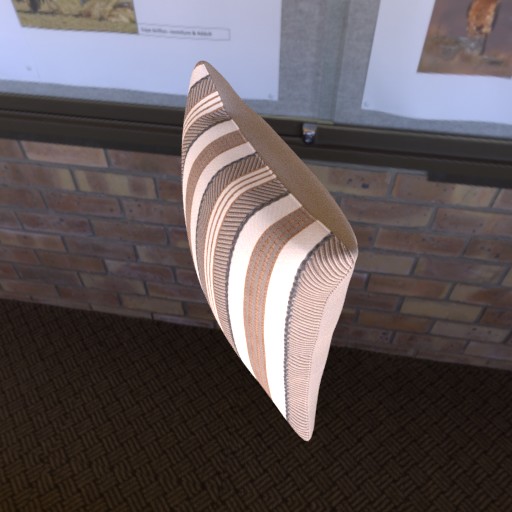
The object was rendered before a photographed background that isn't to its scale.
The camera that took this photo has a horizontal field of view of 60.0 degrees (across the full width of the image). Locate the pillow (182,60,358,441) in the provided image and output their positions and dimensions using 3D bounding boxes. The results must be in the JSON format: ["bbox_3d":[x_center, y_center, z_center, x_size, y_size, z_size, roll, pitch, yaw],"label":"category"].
[{"bbox_3d":[0.000,0.000,0.636,0.173,0.401,0.416,-17,49,-15],"label":"pillow"}]
